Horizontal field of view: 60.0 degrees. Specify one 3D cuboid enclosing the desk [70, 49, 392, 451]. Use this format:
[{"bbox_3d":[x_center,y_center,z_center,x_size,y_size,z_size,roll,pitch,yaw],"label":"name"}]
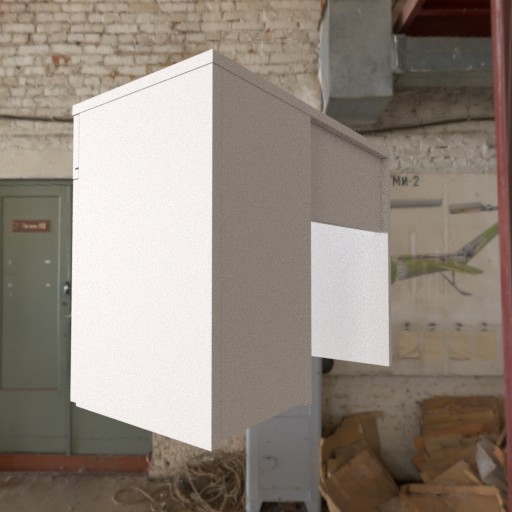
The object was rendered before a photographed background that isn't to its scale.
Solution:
[{"bbox_3d":[0.000,0.000,1.304,0.482,0.730,0.898,-1,-2,37],"label":"desk"}]
